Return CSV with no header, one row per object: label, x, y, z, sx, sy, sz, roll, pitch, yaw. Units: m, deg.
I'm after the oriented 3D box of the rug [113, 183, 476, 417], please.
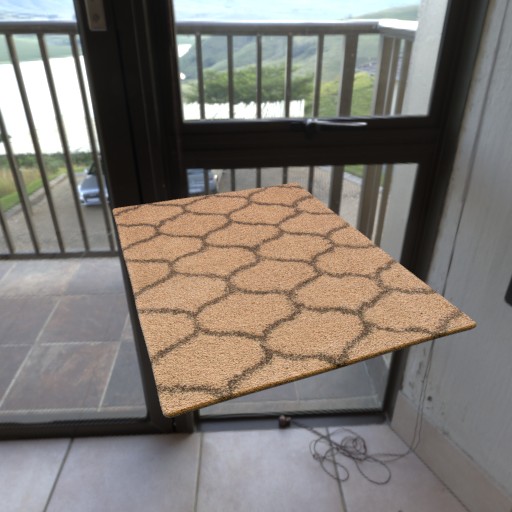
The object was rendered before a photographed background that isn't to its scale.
rug,0.000,0.000,2.148,1.200,0.025,1.600,-11,32,-18
